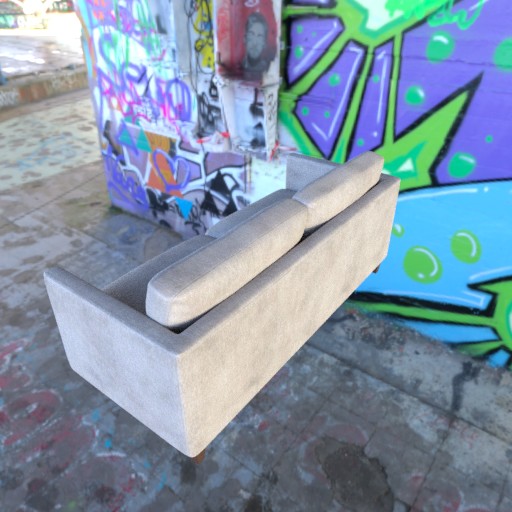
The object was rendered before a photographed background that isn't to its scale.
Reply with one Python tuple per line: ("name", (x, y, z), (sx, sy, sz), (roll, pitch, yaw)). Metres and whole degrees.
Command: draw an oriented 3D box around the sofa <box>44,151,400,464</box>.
("sofa", (0.000, 0.000, 2.747), (0.951, 0.965, 2.208), (22, 38, 31))
